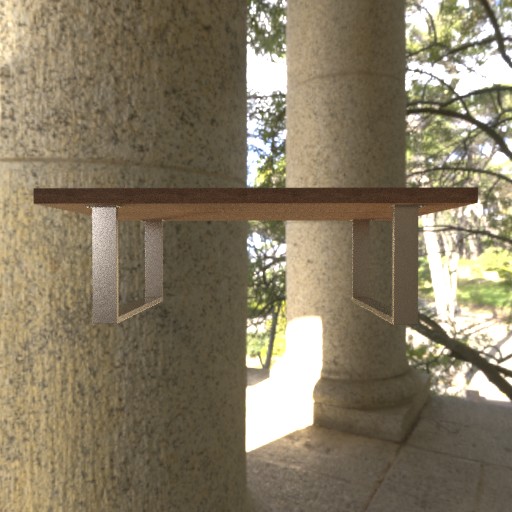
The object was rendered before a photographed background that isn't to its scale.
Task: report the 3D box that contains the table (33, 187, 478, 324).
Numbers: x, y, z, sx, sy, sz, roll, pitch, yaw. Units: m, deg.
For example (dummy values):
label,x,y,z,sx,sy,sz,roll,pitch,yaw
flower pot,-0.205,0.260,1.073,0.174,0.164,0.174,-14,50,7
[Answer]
label,x,y,z,sx,sy,sz,roll,pitch,yaw
table,0.000,0.000,1.796,1.400,0.440,0.800,0,1,1
